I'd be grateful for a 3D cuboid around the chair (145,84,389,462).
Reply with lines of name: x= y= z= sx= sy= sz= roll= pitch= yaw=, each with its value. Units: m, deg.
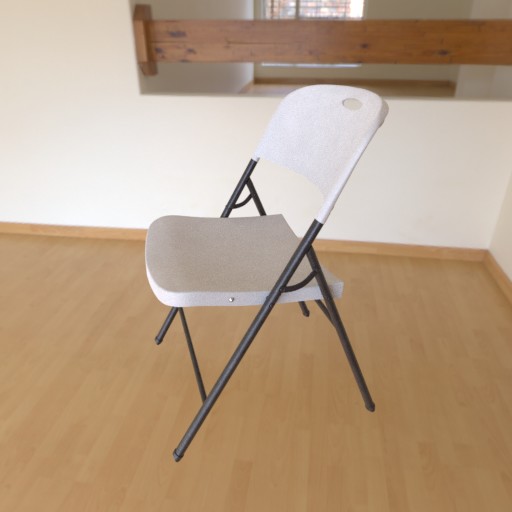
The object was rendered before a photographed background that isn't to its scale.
chair: x=0.000 y=0.000 z=1.170 sx=0.566 sy=0.810 sz=0.494 roll=-8 pitch=29 yaw=-15
